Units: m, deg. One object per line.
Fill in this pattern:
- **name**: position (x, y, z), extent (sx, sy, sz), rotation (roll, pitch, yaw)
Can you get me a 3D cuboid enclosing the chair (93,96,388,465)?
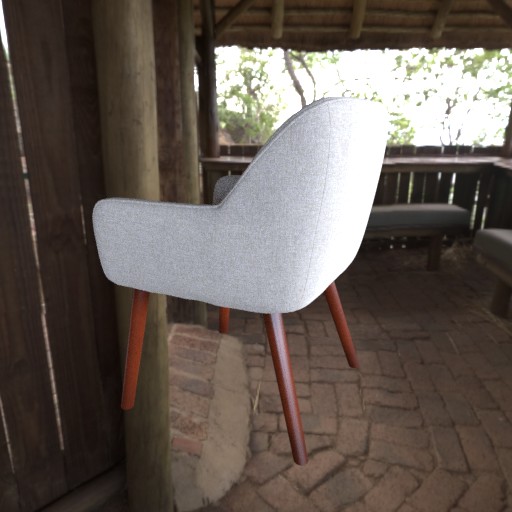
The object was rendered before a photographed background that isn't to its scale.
- **chair**: position (0.000, 0.000, 1.237), extent (0.610, 0.813, 0.610), rotation (8, 18, 26)
